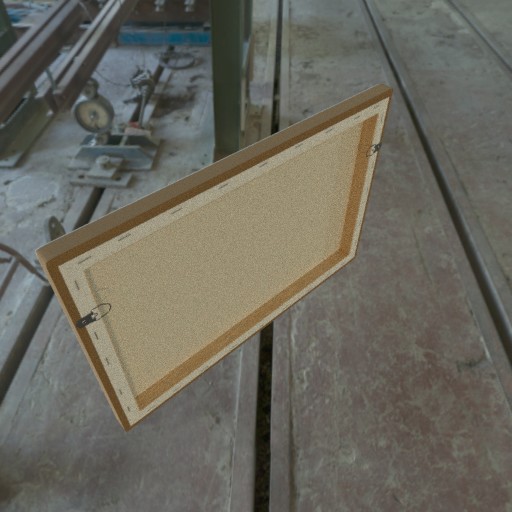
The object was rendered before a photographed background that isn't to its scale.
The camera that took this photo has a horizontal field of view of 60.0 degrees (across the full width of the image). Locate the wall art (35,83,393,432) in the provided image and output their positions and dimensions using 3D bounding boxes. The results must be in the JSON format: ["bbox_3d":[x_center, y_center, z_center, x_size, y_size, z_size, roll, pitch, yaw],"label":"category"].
[{"bbox_3d":[0.000,0.000,0.467,0.380,0.254,0.019,-33,53,-29],"label":"wall art"}]
